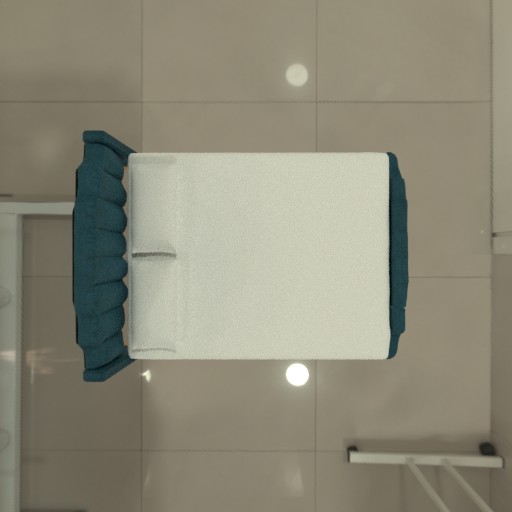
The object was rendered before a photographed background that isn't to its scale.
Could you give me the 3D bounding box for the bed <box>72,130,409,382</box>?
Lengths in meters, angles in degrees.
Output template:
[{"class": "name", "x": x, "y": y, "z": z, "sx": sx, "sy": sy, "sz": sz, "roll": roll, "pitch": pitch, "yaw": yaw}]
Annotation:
[{"class": "bed", "x": 0.000, "y": 0.000, "z": 3.419, "sx": 2.322, "sy": 1.351, "sz": 1.676, "roll": 0, "pitch": 90, "yaw": 0}]
